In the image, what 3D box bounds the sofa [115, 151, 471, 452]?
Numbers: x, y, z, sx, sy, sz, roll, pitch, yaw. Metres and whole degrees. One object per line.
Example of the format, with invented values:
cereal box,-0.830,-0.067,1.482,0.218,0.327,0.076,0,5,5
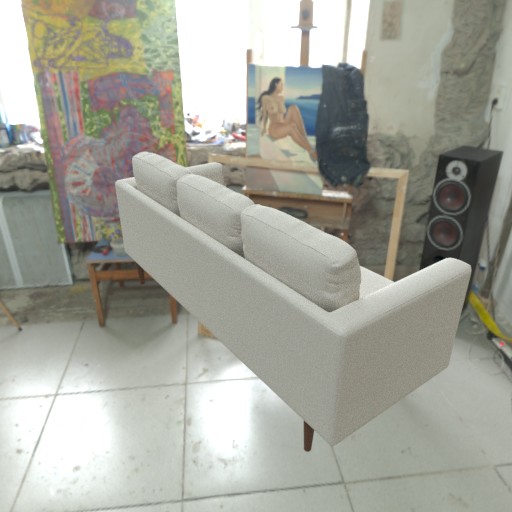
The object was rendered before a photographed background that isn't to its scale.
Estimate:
sofa,0.000,0.000,2.462,0.802,0.912,2.029,-18,32,-32
